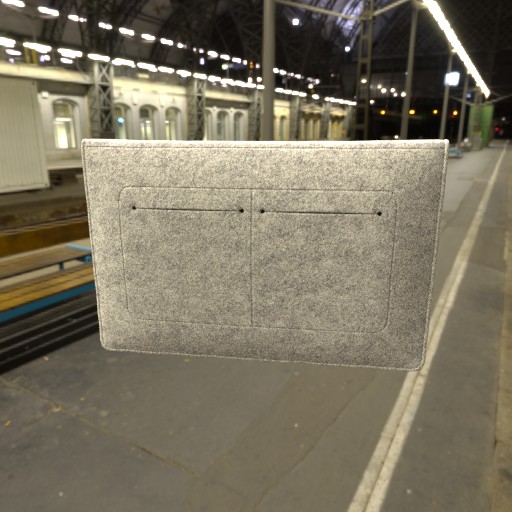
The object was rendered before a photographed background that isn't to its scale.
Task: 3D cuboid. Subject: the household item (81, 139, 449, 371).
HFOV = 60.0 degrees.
[{"bbox_3d":[0.000,0.000,0.433,0.335,0.221,0.057,2,16,8],"label":"household item"}]
